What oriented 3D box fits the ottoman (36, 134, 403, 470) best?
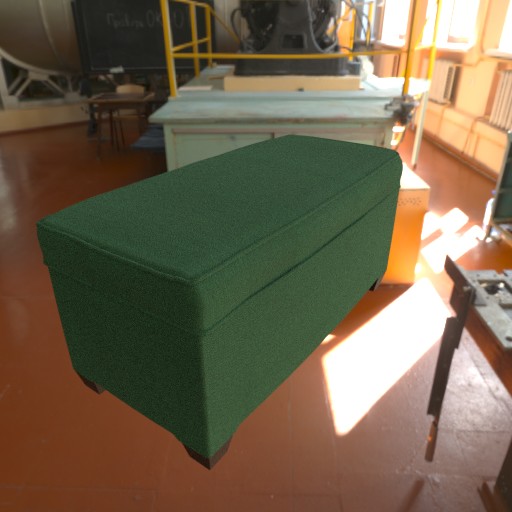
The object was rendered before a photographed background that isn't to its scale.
[{"bbox_3d":[0.000,0.000,1.207,0.483,0.471,0.957,18,33,31],"label":"ottoman"}]
